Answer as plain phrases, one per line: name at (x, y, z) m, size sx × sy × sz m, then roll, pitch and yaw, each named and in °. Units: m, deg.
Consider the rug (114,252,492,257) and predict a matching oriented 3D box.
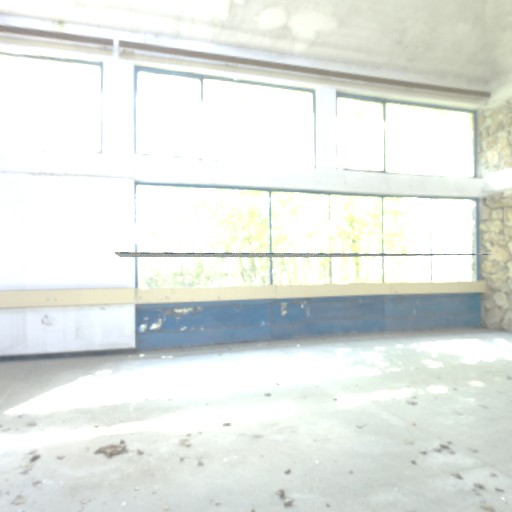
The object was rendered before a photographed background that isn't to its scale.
rug at (0.000, 0.000, 4.124) m, size 2.453 × 0.008 × 3.059 m, roll 0°, pitch -1°, yaw -17°
